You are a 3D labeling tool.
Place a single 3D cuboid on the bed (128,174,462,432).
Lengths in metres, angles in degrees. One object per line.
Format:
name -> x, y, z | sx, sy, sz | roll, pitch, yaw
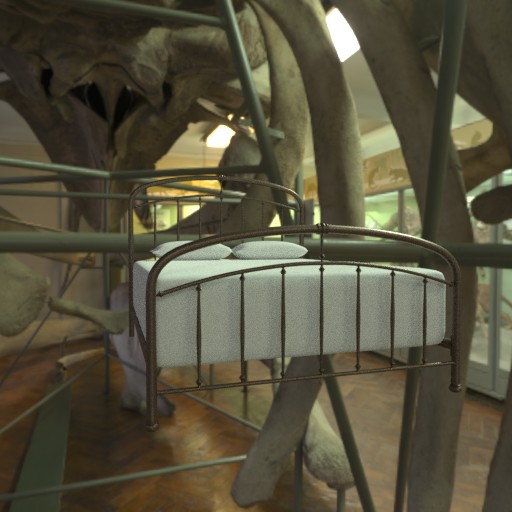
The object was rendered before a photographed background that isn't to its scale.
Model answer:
bed -> 0.000, 0.000, 3.184 | 1.711, 1.475, 2.168 | 0, 2, -18
